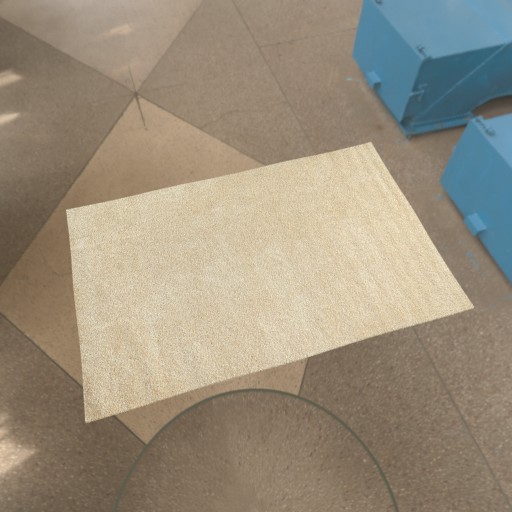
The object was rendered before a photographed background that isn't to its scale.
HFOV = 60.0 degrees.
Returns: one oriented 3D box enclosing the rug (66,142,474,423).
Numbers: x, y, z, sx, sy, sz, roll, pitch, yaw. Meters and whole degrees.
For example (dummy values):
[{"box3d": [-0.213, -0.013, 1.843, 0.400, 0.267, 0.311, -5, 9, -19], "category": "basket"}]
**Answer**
[{"box3d": [0.000, 0.000, 2.931, 2.346, 0.025, 1.500, -14, 59, -9], "category": "rug"}]
